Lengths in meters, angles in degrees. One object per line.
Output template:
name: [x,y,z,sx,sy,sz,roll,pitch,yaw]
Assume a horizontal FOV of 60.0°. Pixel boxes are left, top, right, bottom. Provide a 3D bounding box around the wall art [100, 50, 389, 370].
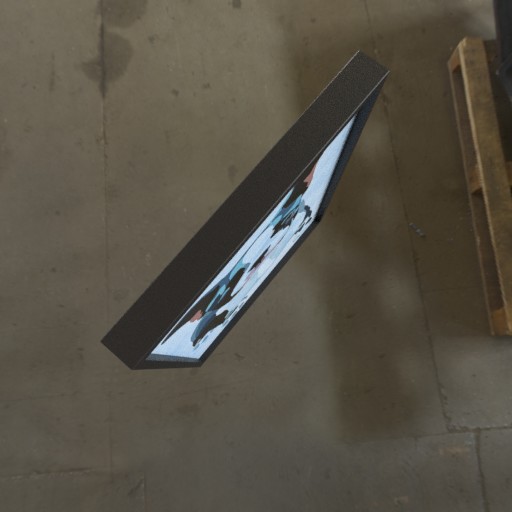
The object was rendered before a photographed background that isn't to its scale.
wall art: [0.000,0.000,0.502,0.030,0.369,0.294,39,79,9]
